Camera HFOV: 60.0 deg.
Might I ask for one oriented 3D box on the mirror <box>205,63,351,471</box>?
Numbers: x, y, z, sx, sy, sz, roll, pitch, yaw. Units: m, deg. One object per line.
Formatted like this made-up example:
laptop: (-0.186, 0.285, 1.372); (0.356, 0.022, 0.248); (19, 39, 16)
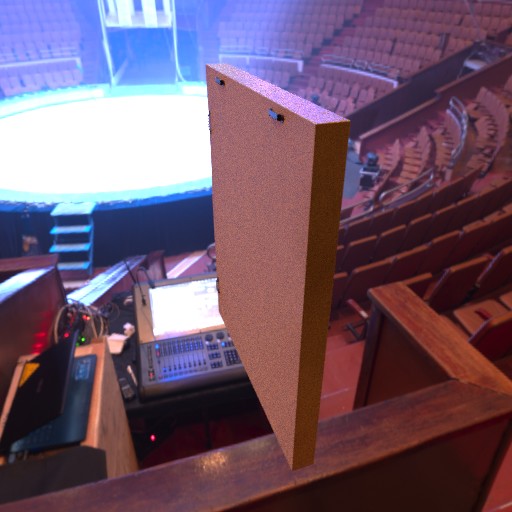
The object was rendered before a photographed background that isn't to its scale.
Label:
mirror: (0.000, 0.000, 0.694); (0.041, 0.509, 0.406); (-10, 32, -17)
